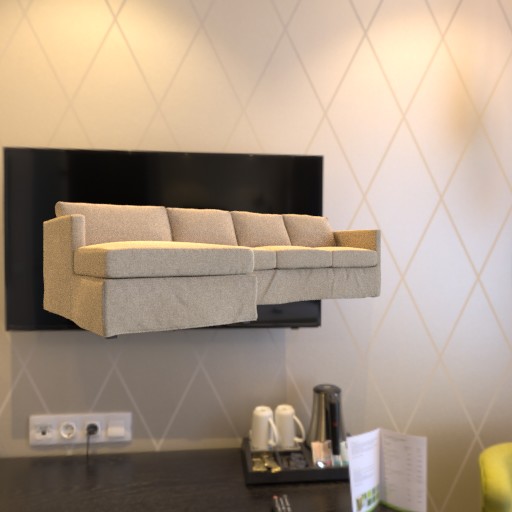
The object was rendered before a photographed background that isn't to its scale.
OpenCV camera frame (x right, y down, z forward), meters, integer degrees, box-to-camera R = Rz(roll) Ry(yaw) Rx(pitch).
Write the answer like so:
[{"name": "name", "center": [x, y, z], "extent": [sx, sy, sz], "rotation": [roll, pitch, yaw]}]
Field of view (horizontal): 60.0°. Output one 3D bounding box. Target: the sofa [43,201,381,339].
[{"name": "sofa", "center": [0.000, 0.000, 3.908], "extent": [3.205, 0.922, 1.650], "rotation": [0, 0, -36]}]
